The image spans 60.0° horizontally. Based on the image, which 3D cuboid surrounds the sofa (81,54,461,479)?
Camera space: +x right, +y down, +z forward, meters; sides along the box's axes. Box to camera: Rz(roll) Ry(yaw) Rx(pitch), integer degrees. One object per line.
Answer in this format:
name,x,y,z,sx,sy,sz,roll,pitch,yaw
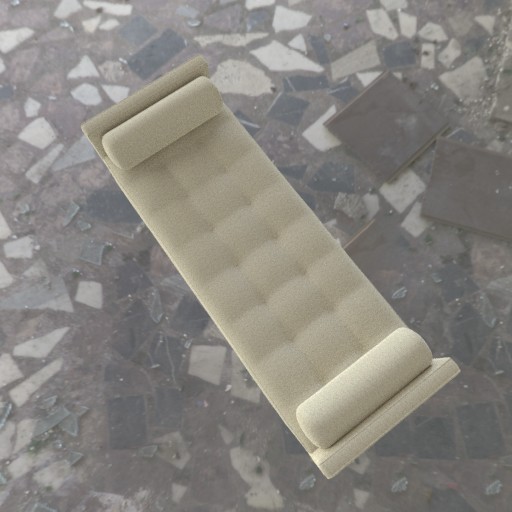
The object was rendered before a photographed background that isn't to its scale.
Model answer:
sofa,0.000,0.000,2.312,0.746,0.641,1.985,-35,77,-9
